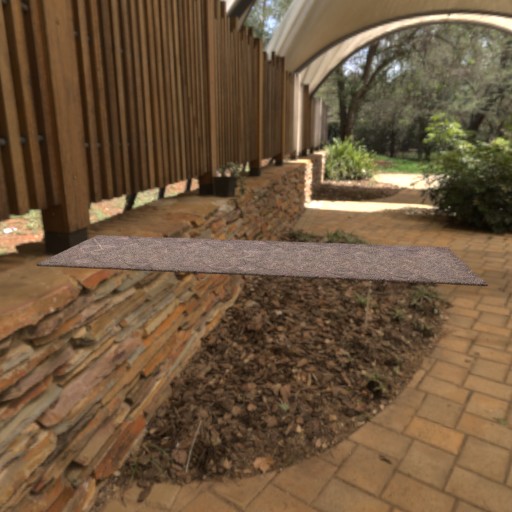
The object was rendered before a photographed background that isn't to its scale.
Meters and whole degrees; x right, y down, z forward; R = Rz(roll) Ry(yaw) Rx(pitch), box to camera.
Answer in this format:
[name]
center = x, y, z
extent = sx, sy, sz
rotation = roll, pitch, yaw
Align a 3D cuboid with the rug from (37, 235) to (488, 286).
[rug]
center = 0.000, 0.000, 2.552
extent = 2.296, 0.011, 0.691
rotation = 2, 16, 8
